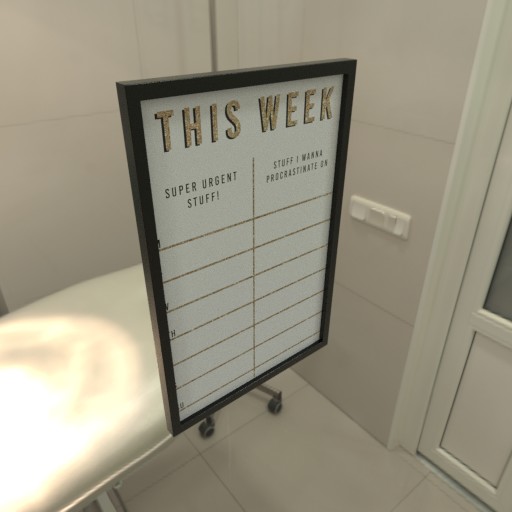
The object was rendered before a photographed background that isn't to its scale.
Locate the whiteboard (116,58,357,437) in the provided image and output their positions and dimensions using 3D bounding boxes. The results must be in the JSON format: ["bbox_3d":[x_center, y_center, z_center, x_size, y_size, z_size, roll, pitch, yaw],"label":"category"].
[{"bbox_3d":[0.000,0.000,0.777,0.406,0.611,0.026,-22,36,-33],"label":"whiteboard"}]
